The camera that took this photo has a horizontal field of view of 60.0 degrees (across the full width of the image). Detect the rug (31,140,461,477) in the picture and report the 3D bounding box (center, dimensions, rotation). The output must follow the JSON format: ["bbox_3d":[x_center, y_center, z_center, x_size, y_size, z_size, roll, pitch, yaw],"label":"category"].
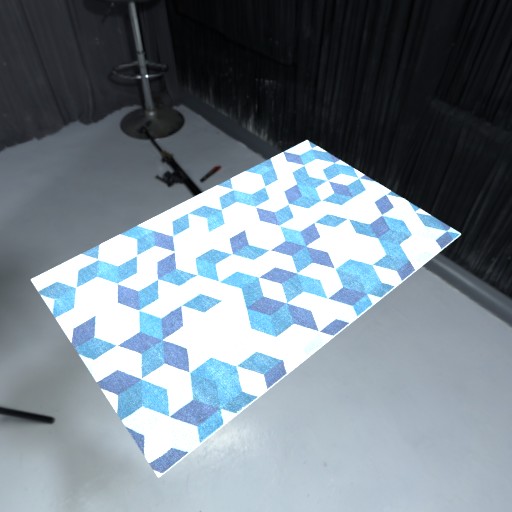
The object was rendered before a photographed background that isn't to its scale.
[{"bbox_3d":[0.000,0.000,2.934,2.438,0.015,1.518,-32,55,-26],"label":"rug"}]
